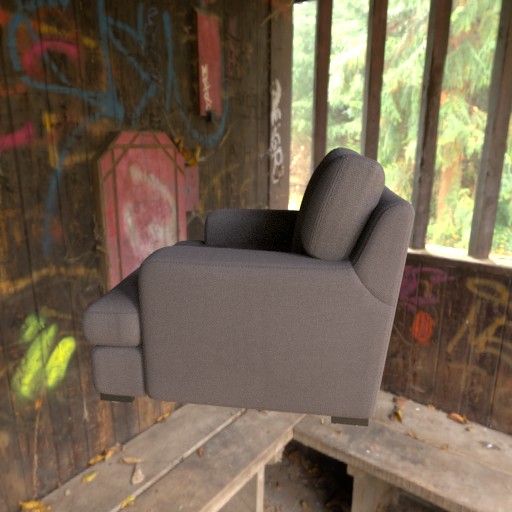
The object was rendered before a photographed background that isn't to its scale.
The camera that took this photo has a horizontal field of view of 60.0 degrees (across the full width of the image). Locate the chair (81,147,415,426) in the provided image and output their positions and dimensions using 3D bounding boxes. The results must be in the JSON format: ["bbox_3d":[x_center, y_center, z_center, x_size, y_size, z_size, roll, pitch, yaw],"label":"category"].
[{"bbox_3d":[0.000,0.000,2.009,1.143,0.940,1.168,2,15,8],"label":"chair"}]
